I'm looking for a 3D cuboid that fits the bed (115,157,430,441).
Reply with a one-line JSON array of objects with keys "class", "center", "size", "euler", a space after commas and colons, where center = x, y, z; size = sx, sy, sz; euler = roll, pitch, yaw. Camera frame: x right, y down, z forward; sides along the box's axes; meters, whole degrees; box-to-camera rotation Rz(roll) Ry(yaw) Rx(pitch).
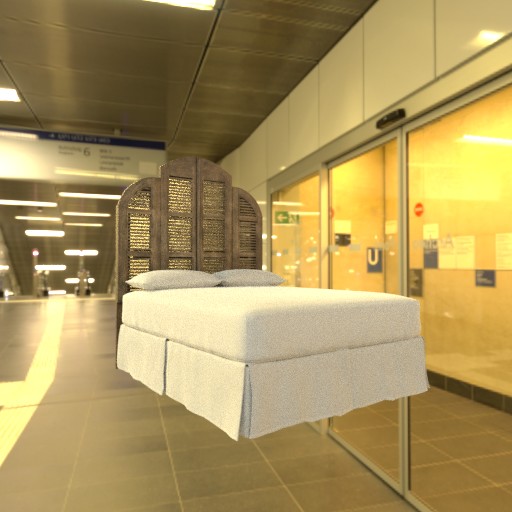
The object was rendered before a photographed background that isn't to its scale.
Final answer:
[{"class": "bed", "center": [0.000, 0.000, 3.646], "size": [1.713, 2.019, 2.138], "euler": [1, -1, -36]}]
